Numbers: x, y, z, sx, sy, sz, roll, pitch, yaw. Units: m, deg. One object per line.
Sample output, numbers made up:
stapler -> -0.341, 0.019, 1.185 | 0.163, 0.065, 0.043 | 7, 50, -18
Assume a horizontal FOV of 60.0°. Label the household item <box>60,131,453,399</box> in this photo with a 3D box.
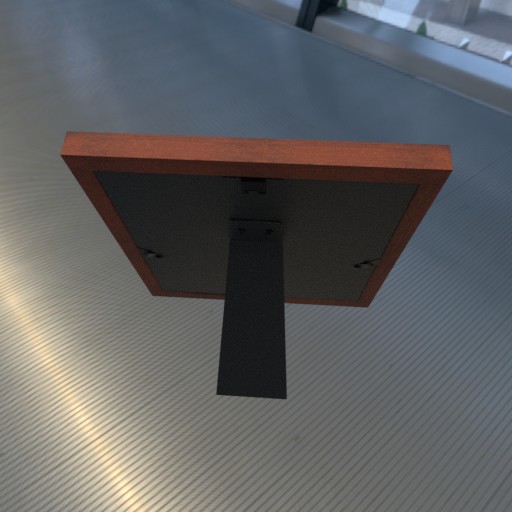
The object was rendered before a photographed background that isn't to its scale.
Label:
household item -> 0.000, 0.000, 0.373 | 0.240, 0.240, 0.131 | 3, 45, 3
